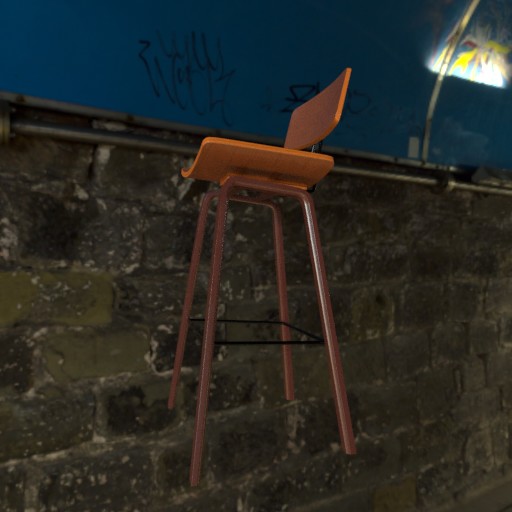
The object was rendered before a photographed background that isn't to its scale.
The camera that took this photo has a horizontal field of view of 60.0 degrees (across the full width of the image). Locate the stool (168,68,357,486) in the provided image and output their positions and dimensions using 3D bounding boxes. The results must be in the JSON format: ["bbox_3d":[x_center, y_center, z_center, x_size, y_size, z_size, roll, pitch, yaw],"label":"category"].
[{"bbox_3d":[0.000,0.000,1.240,0.440,0.969,0.509,0,1,-17],"label":"stool"}]
